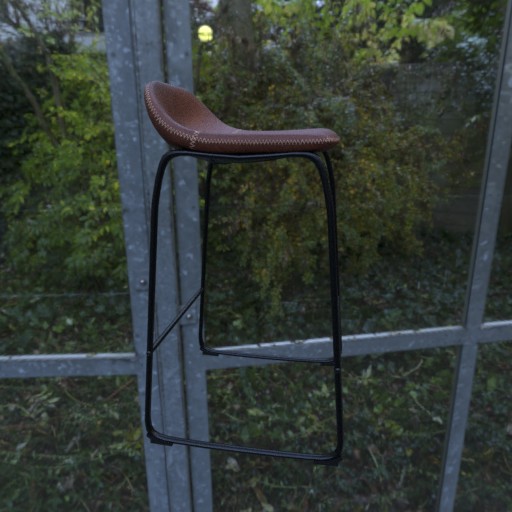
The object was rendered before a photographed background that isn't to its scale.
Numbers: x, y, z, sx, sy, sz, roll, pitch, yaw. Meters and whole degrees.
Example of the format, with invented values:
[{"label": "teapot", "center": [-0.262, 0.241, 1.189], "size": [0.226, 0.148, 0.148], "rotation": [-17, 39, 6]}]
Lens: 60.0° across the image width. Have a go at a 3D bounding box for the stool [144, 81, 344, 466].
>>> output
[{"label": "stool", "center": [0.000, 0.000, 1.125], "size": [0.473, 0.830, 0.454], "rotation": [3, 17, 10]}]
